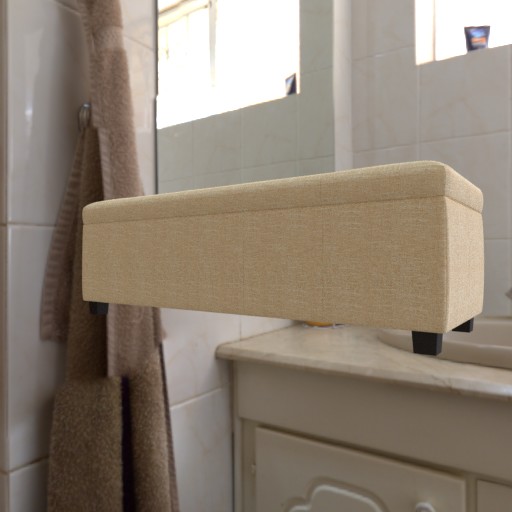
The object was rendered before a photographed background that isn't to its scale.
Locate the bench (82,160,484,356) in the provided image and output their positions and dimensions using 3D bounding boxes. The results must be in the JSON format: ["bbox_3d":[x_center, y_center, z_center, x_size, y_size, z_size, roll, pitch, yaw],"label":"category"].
[{"bbox_3d":[0.000,0.000,1.381,1.219,0.406,0.432,0,-1,36],"label":"bench"}]
